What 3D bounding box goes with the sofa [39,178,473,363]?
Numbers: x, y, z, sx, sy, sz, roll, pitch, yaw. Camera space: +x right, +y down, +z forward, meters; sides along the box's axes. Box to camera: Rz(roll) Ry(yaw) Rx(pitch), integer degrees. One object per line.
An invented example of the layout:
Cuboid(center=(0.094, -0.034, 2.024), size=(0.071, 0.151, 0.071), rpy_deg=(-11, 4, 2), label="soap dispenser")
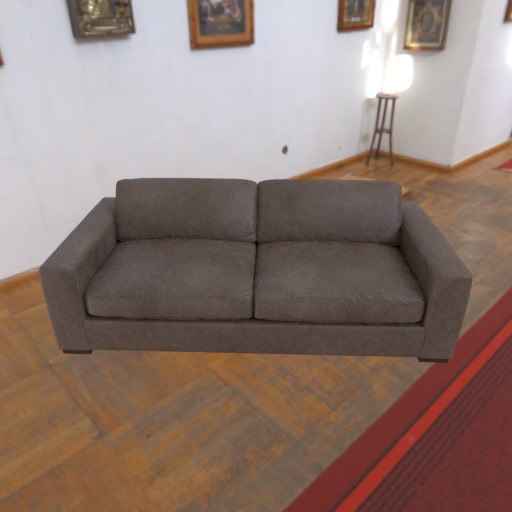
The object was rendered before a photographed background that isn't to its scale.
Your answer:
Cuboid(center=(0.000, 0.000, 2.797), size=(2.262, 0.801, 1.070), rpy_deg=(1, 29, 2), label="sofa")
